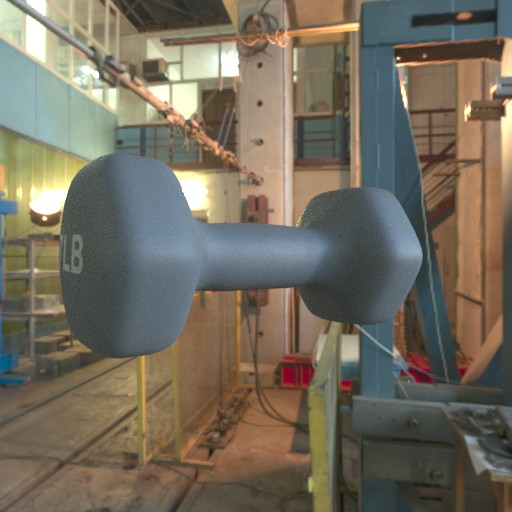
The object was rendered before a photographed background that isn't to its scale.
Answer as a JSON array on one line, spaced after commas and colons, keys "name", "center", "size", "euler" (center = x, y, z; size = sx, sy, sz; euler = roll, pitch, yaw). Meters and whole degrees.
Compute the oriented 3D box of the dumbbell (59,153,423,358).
[{"name": "dumbbell", "center": [0.000, 0.000, 0.230], "size": [0.184, 0.081, 0.090], "euler": [0, 0, -35]}]
